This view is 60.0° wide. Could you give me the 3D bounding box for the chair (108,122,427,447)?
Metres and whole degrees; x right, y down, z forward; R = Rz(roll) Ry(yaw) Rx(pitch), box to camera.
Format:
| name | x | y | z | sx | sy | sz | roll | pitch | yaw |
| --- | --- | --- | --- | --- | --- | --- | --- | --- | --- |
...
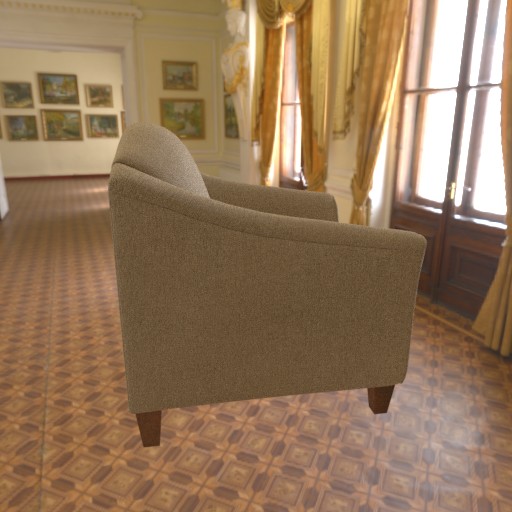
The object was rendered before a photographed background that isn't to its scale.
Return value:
| name | x | y | z | sx | sy | sz | roll | pitch | yaw |
| --- | --- | --- | --- | --- | --- | --- | --- | --- | --- |
| chair | 0.000 | 0.000 | 1.453 | 0.787 | 0.839 | 0.763 | -3 | 17 | -9 |
